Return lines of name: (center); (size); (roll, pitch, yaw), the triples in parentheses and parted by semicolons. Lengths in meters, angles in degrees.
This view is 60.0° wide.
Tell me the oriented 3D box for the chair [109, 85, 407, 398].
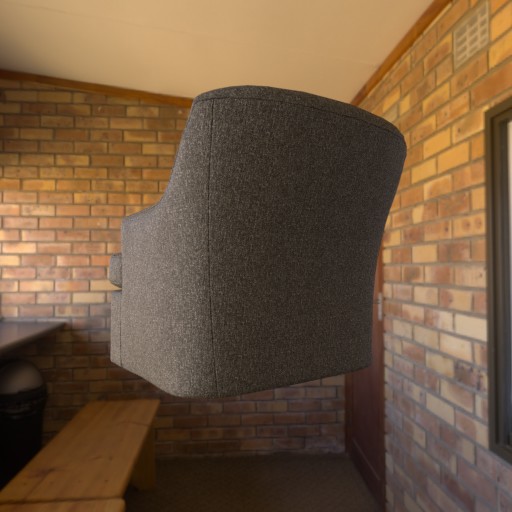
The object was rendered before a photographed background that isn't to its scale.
chair: (0.000, 0.000, 1.590); (0.864, 0.856, 0.923); (1, -2, -37)
